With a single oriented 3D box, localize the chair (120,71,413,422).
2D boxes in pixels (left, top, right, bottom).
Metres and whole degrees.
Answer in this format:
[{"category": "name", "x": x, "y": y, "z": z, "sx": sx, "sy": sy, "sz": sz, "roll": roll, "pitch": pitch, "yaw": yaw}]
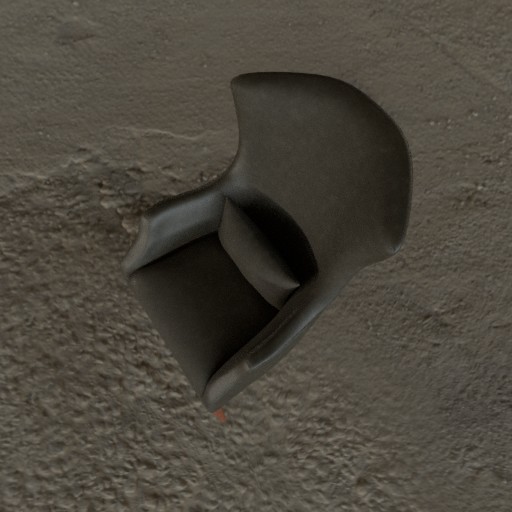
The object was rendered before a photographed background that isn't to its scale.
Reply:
[{"category": "chair", "x": 0.000, "y": 0.000, "z": 1.757, "sx": 0.954, "sy": 1.068, "sz": 0.819, "roll": -33, "pitch": 68, "yaw": -15}]
